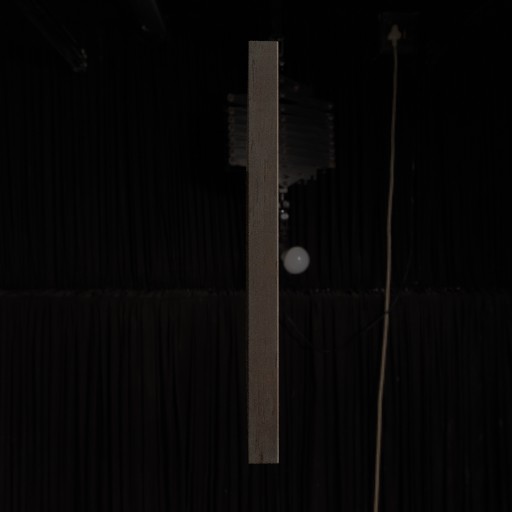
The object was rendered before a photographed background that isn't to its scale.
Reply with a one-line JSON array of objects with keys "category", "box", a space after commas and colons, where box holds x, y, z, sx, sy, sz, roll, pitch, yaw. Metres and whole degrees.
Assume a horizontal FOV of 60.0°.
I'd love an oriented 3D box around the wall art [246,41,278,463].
[{"category": "wall art", "box": [0.000, 0.000, 1.719, 0.070, 1.009, 1.320, 0, -1, -2]}]
